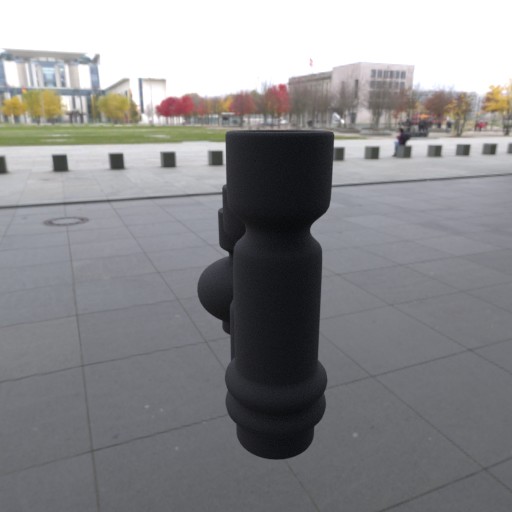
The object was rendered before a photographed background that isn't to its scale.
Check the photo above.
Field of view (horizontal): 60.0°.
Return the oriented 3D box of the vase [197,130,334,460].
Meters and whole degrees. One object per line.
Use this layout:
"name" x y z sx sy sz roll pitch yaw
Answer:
"vase" 0.000 0.000 0.449 0.120 0.249 0.307 -2 17 -8
